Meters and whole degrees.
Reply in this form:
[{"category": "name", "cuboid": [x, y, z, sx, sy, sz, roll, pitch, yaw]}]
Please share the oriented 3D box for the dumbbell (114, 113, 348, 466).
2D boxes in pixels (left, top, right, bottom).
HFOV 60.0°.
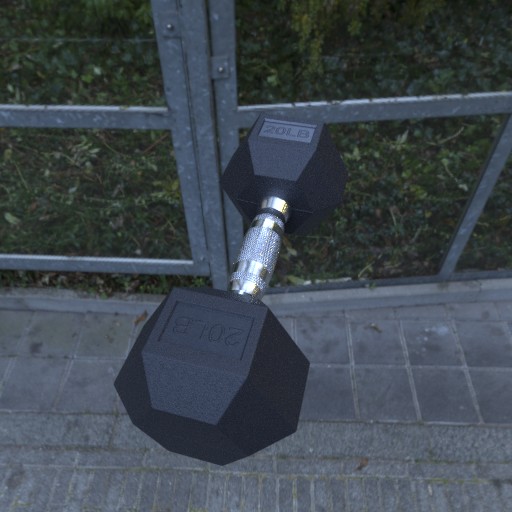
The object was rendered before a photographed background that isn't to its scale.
[{"category": "dumbbell", "cuboid": [0.000, 0.000, 0.321, 0.106, 0.092, 0.272, 11, 48, 10]}]
